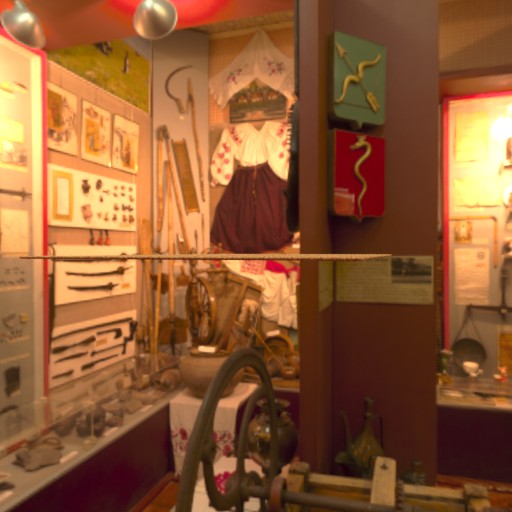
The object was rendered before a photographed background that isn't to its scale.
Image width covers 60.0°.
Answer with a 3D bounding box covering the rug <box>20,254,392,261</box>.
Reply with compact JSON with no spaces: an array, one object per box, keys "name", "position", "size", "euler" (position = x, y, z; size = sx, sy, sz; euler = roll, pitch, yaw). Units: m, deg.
[{"name":"rug","position":[0.000,0.000,2.771],"size":[1.566,0.013,2.141],"euler":[0,1,19]}]
